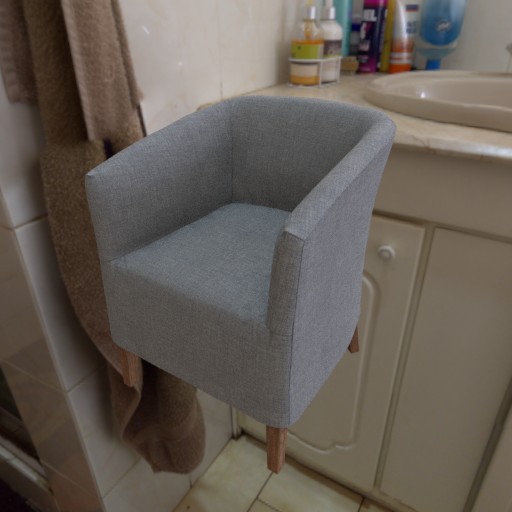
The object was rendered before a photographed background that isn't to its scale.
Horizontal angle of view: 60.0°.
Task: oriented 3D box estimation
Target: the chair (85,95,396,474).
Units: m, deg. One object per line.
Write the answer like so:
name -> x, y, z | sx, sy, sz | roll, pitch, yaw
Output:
chair -> 0.000, 0.000, 1.267 | 0.600, 0.771, 0.668 | 18, 34, 29
